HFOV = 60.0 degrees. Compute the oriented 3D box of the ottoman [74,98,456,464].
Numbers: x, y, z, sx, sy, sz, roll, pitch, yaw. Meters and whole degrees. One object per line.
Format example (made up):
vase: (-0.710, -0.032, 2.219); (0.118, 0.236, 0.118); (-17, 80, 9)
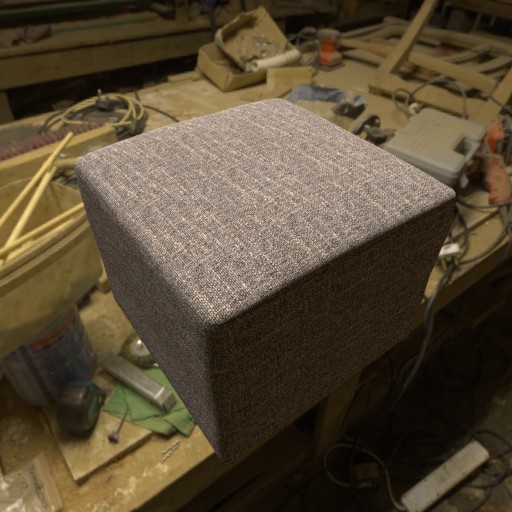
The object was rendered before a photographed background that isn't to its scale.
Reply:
ottoman: (0.000, 0.000, 0.924); (0.512, 0.453, 0.521); (-26, 48, -26)
